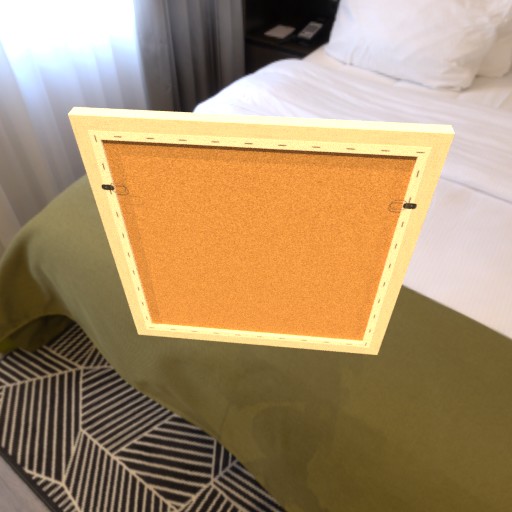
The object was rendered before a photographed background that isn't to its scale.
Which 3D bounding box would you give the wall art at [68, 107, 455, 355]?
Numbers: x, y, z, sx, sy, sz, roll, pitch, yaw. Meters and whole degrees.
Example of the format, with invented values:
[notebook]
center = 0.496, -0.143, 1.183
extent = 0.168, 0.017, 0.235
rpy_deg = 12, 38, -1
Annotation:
[wall art]
center = 0.000, 0.000, 1.531
extent = 1.016, 1.016, 0.045
rpy_deg = 4, 45, 4
